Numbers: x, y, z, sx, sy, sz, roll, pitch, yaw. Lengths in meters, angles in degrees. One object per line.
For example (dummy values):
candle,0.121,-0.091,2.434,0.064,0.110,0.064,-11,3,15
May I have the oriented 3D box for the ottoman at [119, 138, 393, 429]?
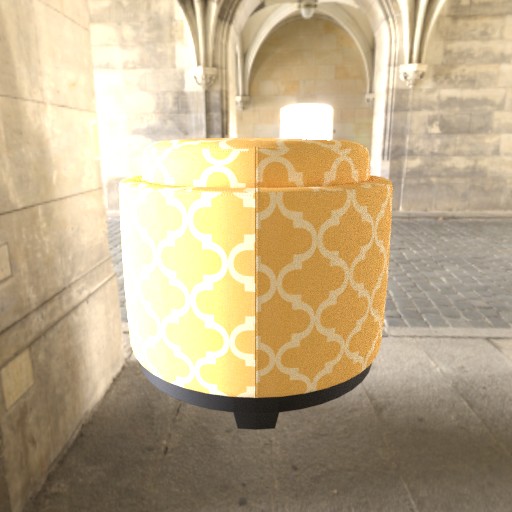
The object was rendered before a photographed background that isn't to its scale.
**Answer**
ottoman,0.000,0.000,0.834,0.480,0.429,0.480,0,14,0
